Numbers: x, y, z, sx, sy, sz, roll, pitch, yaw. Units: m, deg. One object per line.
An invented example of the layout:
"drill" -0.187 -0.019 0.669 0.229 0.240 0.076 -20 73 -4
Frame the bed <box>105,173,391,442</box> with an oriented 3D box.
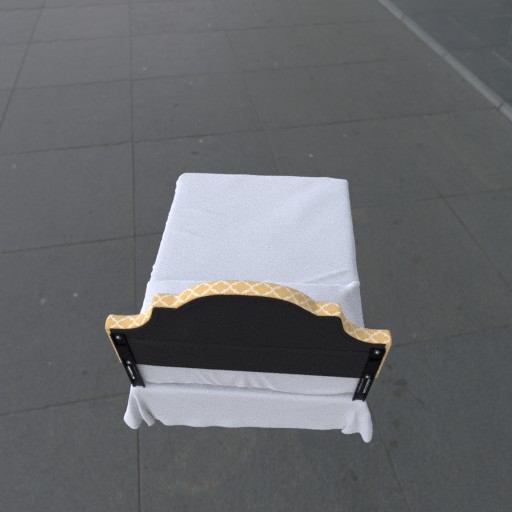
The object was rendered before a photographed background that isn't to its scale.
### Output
"bed" 0.000 0.000 3.384 1.780 1.633 2.222 3 48 3
